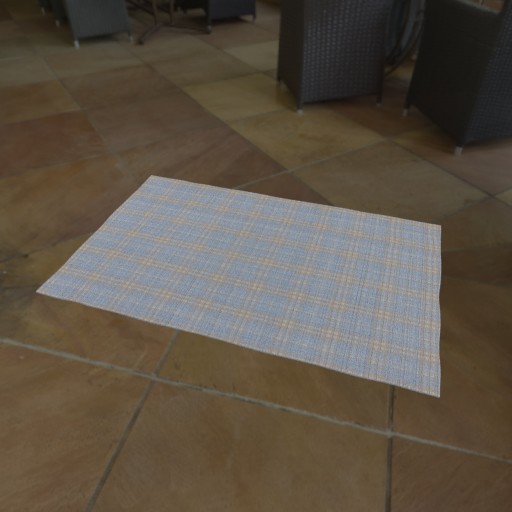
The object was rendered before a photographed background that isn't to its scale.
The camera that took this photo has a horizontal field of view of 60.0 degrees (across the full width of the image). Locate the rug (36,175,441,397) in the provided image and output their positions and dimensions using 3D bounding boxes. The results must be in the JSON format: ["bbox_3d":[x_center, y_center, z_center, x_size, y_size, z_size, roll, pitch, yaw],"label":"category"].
[{"bbox_3d":[0.000,0.000,3.093,2.460,0.016,1.545,12,42,14],"label":"rug"}]
